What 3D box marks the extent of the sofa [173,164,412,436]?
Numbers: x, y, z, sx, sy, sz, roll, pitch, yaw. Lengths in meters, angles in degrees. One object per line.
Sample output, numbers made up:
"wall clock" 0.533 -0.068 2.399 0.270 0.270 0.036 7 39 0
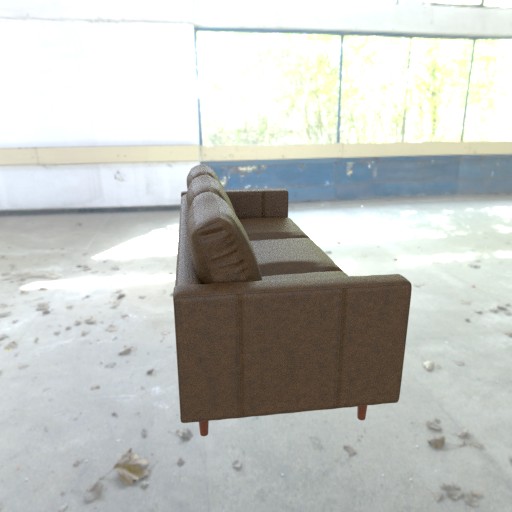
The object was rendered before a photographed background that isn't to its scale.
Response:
"sofa" 0.000 0.000 2.687 0.903 0.930 2.231 -3 18 -8
